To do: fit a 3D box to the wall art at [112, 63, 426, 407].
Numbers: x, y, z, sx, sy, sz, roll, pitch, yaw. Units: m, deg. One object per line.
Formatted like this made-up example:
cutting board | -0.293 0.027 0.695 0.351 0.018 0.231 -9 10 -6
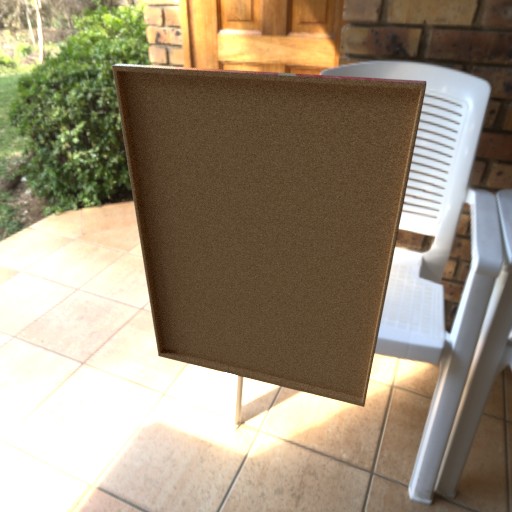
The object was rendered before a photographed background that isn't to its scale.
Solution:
wall art | 0.000 0.000 1.308 0.762 1.015 0.031 10 33 15
